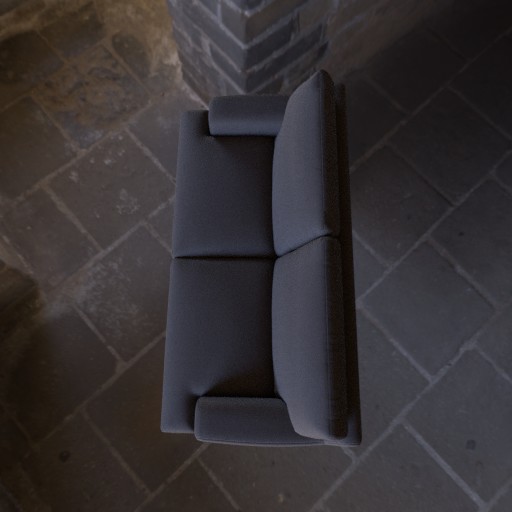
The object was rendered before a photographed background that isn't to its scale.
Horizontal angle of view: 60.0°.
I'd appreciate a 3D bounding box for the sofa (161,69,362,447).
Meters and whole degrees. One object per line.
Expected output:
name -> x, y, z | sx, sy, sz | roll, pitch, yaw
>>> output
sofa -> 0.000, 0.000, 2.872 | 1.140, 0.950, 2.271 | 1, 75, 0
